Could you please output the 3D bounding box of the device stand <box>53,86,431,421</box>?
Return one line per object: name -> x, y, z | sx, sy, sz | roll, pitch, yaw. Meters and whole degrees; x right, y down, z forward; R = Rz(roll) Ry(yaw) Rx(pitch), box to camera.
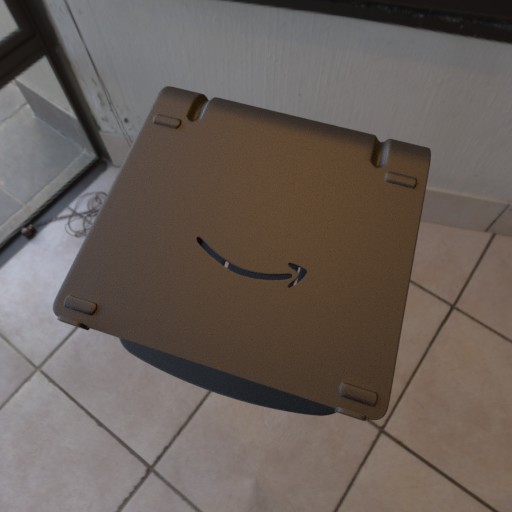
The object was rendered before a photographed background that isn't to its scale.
device stand -> 0.000, 0.000, 0.403 | 0.256, 0.155, 0.236 | 16, 64, 8
